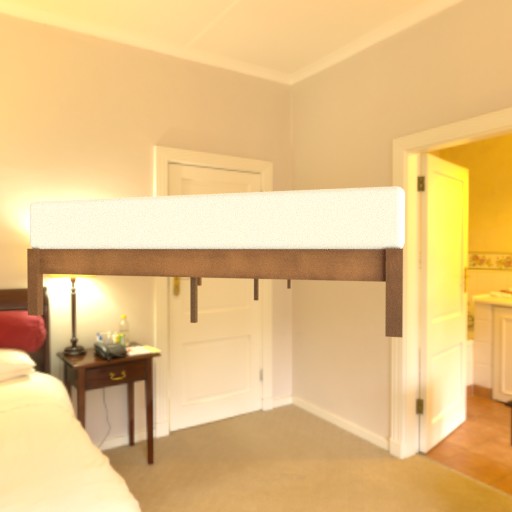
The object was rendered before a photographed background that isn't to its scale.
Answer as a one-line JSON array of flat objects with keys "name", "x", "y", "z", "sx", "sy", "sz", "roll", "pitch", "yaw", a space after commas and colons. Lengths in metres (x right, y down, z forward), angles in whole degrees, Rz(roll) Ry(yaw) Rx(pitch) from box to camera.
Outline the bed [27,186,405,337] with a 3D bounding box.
[{"name": "bed", "x": 0.000, "y": 0.000, "z": 3.061, "sx": 1.930, "sy": 0.616, "sz": 2.049, "roll": 0, "pitch": 1, "yaw": 18}]
